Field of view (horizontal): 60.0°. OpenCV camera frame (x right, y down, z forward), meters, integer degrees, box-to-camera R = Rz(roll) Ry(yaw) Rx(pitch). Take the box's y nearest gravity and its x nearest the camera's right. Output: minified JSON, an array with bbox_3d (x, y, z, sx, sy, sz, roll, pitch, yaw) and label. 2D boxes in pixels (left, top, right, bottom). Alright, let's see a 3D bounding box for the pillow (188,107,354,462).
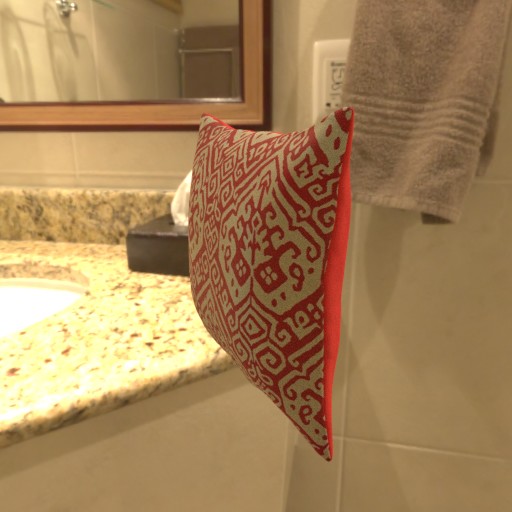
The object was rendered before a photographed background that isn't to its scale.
[{"bbox_3d":[0.000,0.000,0.811,0.192,0.507,0.522,-8,19,-24],"label":"pillow"}]
